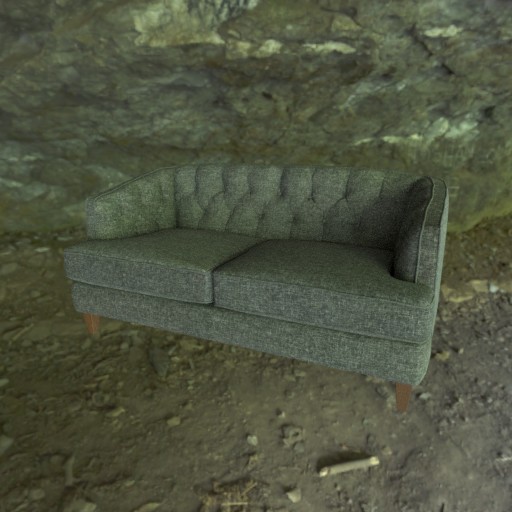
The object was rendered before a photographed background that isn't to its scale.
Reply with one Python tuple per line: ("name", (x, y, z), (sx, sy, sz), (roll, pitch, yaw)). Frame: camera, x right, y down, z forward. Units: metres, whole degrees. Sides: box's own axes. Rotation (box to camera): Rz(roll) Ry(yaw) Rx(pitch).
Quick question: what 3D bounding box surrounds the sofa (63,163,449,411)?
("sofa", (0.000, 0.000, 2.229), (1.733, 0.855, 0.941), (7, 17, 24))
